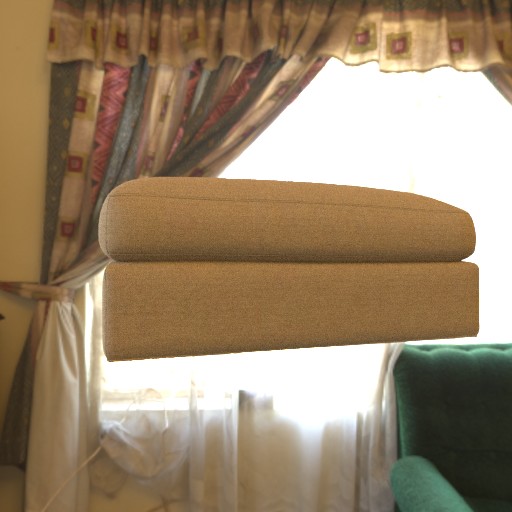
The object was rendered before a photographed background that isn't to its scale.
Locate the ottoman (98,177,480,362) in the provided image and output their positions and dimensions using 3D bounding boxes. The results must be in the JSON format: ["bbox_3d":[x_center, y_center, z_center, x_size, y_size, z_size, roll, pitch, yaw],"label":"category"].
[{"bbox_3d":[0.000,0.000,1.589,1.041,0.470,1.041,0,0,-18],"label":"ottoman"}]
